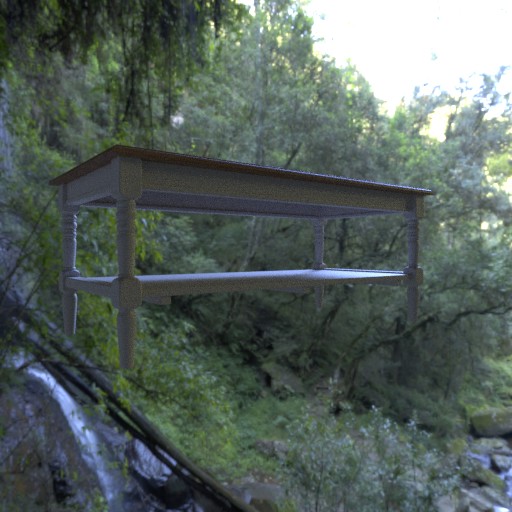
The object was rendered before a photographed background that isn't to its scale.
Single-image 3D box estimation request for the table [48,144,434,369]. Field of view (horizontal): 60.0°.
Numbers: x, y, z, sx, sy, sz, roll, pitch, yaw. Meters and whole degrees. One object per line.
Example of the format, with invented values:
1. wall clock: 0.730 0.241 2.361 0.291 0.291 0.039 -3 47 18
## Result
1. table: 0.000 0.000 1.425 1.118 0.458 0.559 -1 1 -37
